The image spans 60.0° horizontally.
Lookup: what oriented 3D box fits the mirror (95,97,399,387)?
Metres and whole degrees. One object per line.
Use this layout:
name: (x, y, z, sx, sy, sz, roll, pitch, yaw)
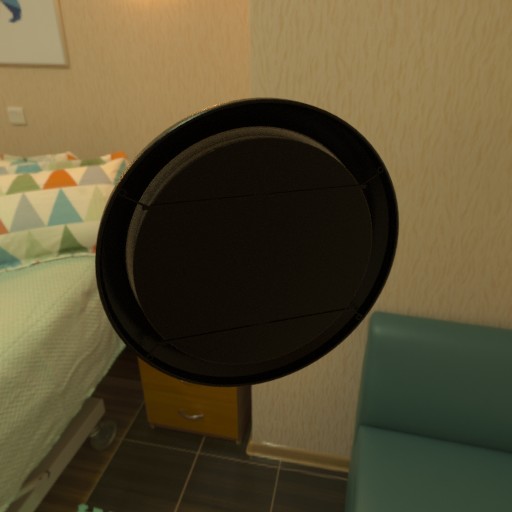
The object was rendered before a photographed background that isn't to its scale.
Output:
mirror: (0.000, 0.000, 1.332, 0.907, 0.907, 0.111, -8, 27, -15)
